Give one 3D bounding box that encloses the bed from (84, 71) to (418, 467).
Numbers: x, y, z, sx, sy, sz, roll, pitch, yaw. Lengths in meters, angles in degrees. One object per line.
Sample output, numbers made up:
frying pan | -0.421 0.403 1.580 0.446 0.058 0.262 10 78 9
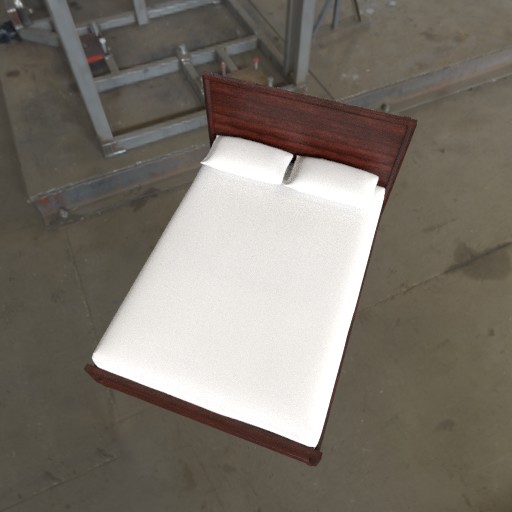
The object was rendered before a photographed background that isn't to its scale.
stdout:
bed | 0.000 0.000 4.006 2.040 1.492 2.803 17 59 11
